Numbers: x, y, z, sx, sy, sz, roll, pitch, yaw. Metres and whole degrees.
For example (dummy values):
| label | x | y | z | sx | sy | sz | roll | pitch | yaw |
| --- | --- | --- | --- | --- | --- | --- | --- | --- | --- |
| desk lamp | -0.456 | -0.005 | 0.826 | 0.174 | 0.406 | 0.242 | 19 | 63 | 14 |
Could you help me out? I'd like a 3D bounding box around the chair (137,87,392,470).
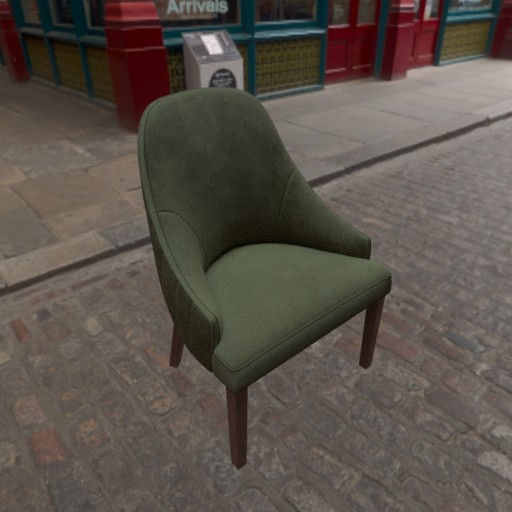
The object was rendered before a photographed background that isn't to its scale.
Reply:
| label | x | y | z | sx | sy | sz | roll | pitch | yaw |
| --- | --- | --- | --- | --- | --- | --- | --- | --- | --- |
| chair | 0.000 | 0.000 | 1.333 | 0.643 | 0.889 | 0.575 | -24 | 38 | -35 |
